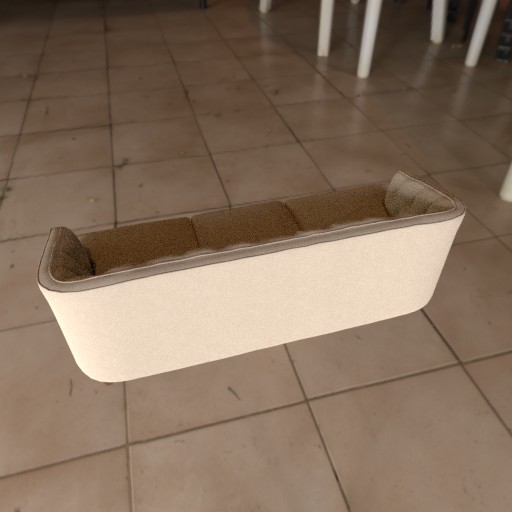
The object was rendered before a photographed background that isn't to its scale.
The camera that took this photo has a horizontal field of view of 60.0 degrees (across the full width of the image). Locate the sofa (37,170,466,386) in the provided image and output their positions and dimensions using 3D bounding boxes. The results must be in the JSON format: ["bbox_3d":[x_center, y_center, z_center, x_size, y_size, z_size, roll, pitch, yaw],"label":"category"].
[{"bbox_3d":[0.000,0.000,2.699,2.278,0.855,0.941,-11,43,-12],"label":"sofa"}]
